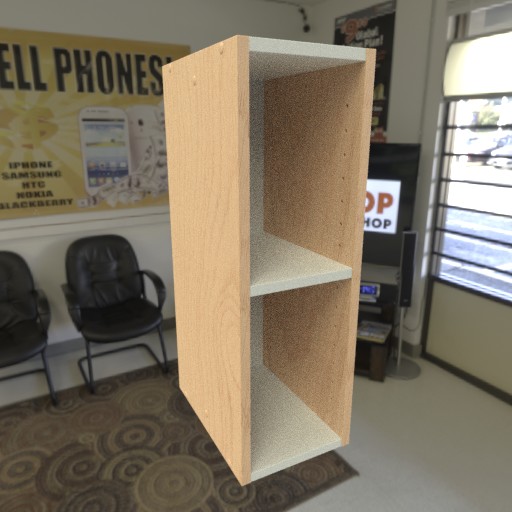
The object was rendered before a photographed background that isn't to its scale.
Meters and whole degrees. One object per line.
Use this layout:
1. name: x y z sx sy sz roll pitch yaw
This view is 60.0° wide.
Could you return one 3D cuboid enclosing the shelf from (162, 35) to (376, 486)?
1. shelf: 0.000 0.000 0.731 0.200 0.600 0.290 -8 18 -26
